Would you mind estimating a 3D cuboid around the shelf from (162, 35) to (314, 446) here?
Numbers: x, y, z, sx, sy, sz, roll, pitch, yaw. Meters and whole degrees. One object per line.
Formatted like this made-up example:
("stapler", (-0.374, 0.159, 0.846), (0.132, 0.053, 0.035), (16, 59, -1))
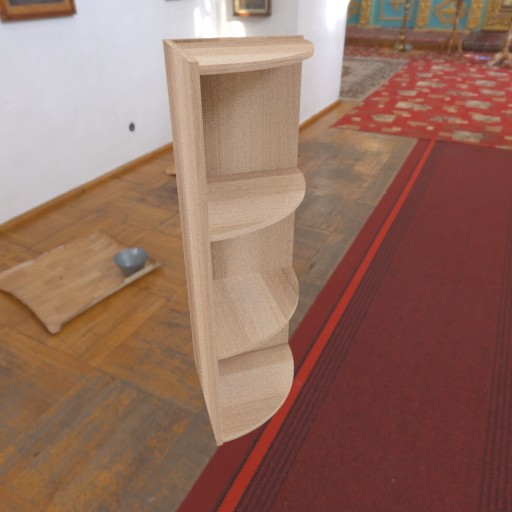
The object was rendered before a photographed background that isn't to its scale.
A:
("shelf", (0.000, 0.000, 1.010), (0.290, 0.872, 0.290), (-9, 33, -15))
